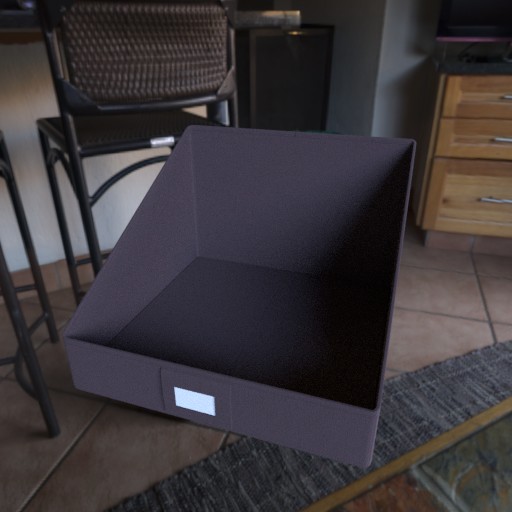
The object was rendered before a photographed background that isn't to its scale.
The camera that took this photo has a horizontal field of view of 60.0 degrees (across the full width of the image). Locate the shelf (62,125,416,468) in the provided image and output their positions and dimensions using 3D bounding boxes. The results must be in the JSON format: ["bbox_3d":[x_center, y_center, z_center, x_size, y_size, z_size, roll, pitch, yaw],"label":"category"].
[{"bbox_3d":[0.000,0.000,0.476,0.292,0.210,0.292,9,28,17],"label":"shelf"}]
